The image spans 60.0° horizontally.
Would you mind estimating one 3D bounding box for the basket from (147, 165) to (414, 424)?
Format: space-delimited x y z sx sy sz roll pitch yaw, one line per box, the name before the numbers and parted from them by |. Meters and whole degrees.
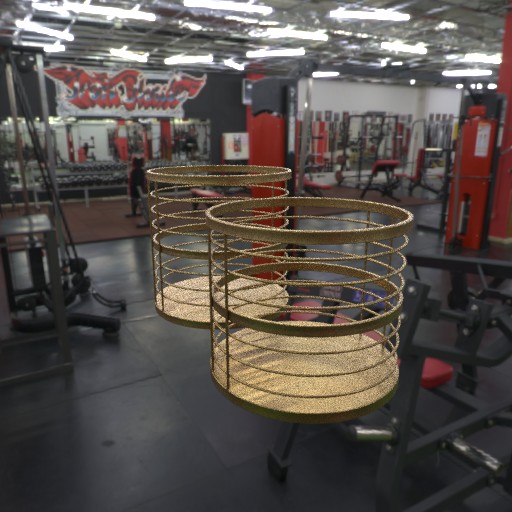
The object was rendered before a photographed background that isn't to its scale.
basket | 0.000 0.000 0.981 0.356 0.351 0.746 -8 17 -26
